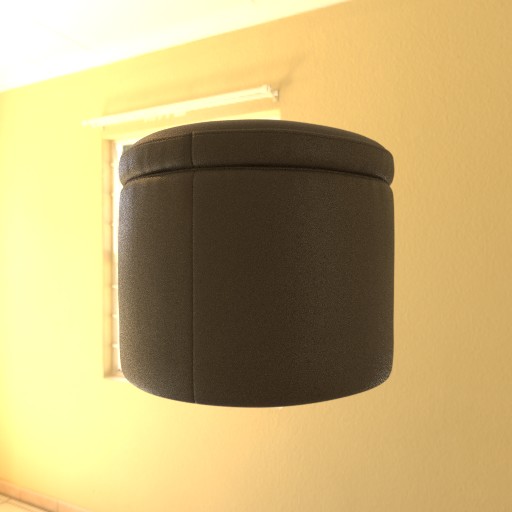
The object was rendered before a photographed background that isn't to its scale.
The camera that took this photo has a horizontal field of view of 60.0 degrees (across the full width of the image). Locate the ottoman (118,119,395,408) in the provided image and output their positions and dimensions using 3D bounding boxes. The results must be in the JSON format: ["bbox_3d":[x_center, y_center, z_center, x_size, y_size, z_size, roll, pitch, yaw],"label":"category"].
[{"bbox_3d":[0.000,0.000,0.838,0.500,0.409,0.500,0,0,0],"label":"ottoman"}]
